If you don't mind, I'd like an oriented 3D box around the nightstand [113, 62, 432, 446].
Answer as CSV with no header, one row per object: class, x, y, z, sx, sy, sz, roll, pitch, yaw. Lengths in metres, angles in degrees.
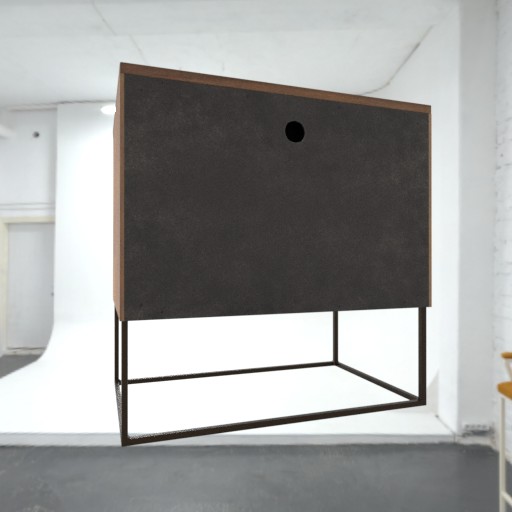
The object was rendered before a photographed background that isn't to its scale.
nightstand,0.000,0.000,0.998,0.605,0.611,0.427,0,0,-19
